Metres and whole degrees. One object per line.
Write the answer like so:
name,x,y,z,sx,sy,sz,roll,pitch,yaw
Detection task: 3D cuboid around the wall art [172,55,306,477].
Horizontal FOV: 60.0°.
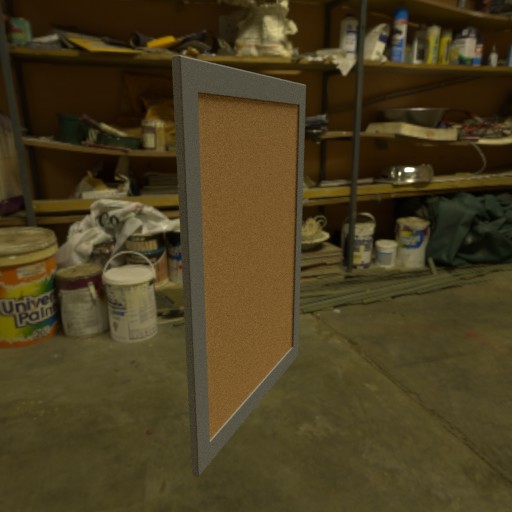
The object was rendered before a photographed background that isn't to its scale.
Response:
wall art,0.000,0.000,0.693,0.012,0.529,0.374,8,18,25
